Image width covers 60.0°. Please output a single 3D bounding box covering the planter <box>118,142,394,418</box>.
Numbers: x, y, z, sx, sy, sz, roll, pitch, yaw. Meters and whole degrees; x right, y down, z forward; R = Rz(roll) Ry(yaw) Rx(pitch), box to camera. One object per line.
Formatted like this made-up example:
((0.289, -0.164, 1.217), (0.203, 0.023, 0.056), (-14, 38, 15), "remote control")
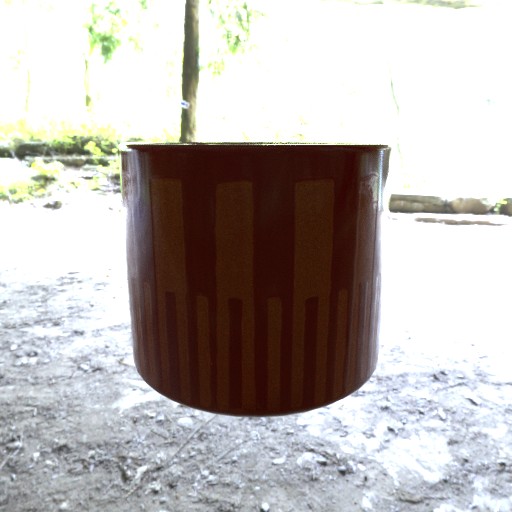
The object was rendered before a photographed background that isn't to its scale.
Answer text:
((0.000, 0.000, 0.408), (0.230, 0.202, 0.230), (0, 15, 0), "planter")
